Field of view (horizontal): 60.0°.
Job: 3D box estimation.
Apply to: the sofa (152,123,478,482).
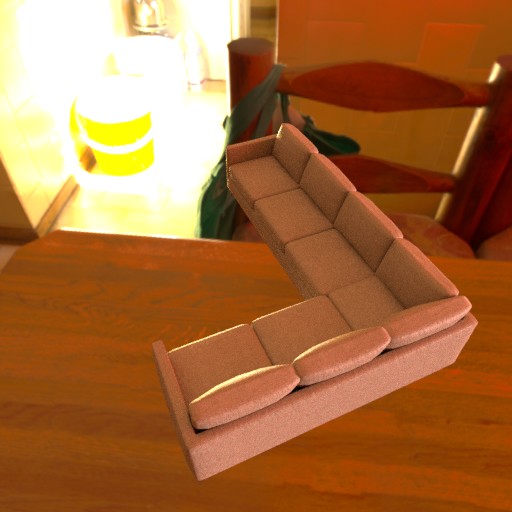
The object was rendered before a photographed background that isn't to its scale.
[{"bbox_3d":[0.000,0.000,4.440,2.522,0.934,3.333,-18,48,-17],"label":"sofa"}]
